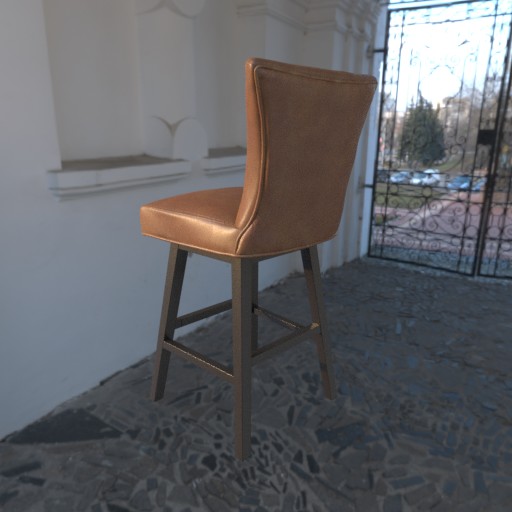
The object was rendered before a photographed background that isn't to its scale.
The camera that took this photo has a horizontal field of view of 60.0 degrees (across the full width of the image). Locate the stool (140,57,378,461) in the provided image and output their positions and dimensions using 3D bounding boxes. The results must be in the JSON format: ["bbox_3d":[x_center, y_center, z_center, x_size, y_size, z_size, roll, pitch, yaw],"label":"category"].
[{"bbox_3d":[0.000,0.000,1.436,0.522,1.094,0.585,-15,22,-42],"label":"stool"}]
